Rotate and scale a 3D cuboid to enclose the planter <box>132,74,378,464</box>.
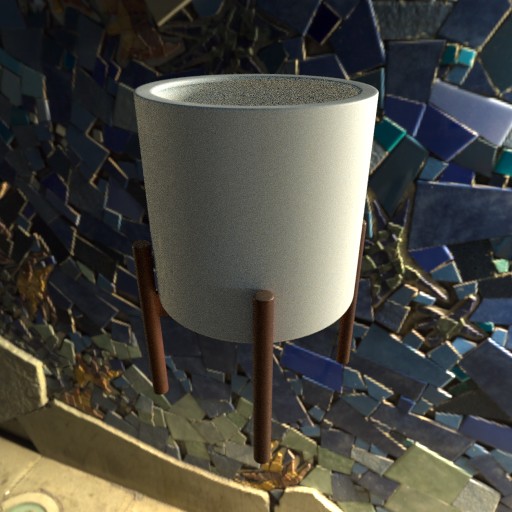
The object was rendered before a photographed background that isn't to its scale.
[{"bbox_3d":[0.000,0.000,0.934,0.417,0.670,0.417,19,34,32],"label":"planter"}]
